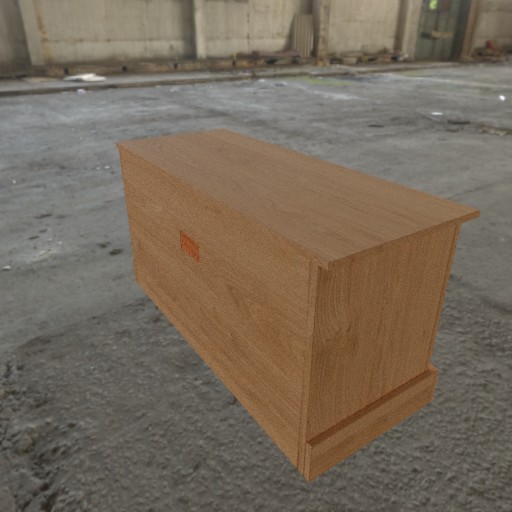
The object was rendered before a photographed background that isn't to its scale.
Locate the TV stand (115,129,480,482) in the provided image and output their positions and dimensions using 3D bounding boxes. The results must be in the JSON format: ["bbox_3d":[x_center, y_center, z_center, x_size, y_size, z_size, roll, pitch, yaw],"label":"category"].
[{"bbox_3d":[0.000,0.000,1.360,0.440,0.550,1.080,-17,31,-30],"label":"TV stand"}]
